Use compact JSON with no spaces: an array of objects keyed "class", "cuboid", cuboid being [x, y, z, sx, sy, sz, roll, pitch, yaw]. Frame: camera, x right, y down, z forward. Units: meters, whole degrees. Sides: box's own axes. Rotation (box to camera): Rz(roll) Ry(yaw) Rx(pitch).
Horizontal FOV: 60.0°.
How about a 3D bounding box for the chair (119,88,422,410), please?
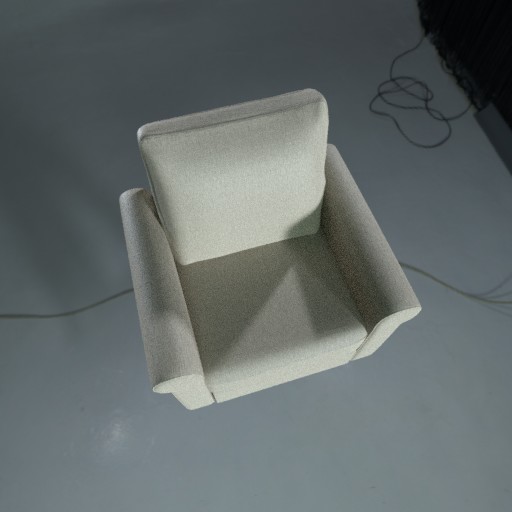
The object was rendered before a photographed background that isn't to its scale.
[{"class":"chair","cuboid":[0.000,0.000,2.365,1.275,1.349,1.180,-15,63,-8]}]
